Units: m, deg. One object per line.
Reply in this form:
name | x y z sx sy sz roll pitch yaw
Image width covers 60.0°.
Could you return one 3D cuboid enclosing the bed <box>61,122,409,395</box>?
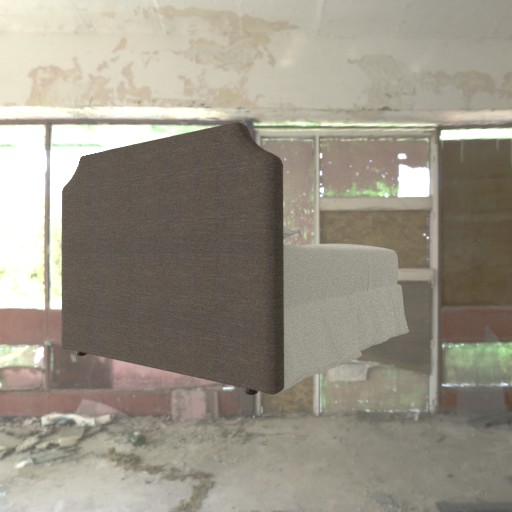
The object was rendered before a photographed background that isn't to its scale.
bed | 0.000 0.000 3.299 1.693 1.290 2.116 0 0 35
